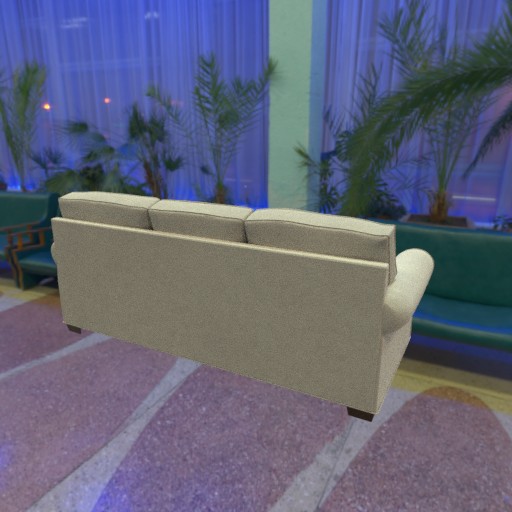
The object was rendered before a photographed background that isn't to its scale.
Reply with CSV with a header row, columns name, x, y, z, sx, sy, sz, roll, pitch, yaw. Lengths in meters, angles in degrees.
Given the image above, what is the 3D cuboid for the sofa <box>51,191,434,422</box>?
name,x,y,z,sx,sy,sz,roll,pitch,yaw
sofa,0.000,0.000,2.374,1.770,0.734,1.226,9,19,27
